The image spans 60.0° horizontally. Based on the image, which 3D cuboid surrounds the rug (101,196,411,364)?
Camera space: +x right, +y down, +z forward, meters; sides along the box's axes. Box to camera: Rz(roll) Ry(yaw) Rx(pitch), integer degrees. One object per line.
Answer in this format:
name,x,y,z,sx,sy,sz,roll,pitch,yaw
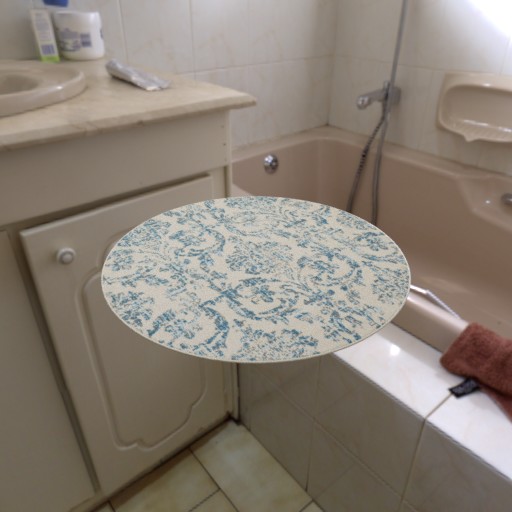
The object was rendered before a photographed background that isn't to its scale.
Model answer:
rug,0.000,0.000,2.378,1.593,0.012,1.593,0,31,0
